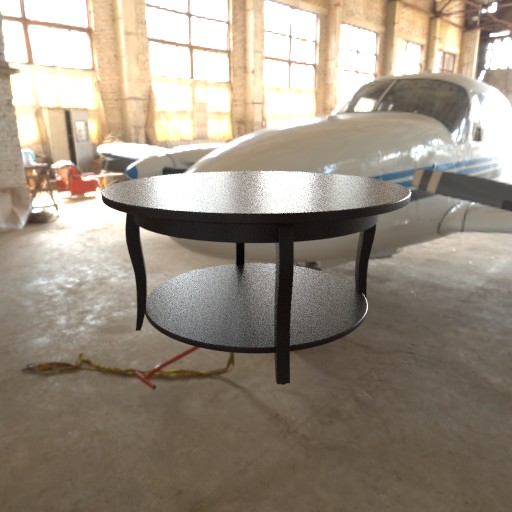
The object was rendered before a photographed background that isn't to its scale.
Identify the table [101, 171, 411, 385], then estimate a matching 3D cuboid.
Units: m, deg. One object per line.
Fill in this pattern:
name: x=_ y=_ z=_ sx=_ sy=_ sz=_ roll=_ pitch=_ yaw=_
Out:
table: x=0.000 y=0.000 z=1.444 sx=0.914 sy=0.457 sz=0.914 roll=0 pitch=16 yaw=0
